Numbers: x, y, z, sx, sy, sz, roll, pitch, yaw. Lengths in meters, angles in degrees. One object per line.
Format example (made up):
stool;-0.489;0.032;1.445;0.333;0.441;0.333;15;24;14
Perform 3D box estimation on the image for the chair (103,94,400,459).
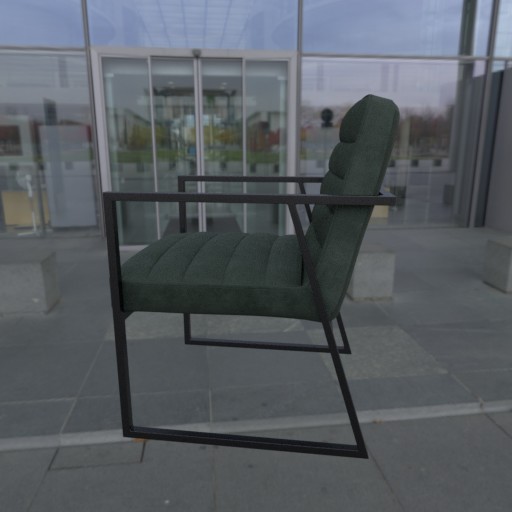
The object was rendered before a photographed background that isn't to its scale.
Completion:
chair;0.000;0.000;1.265;0.677;0.833;0.571;2;14;8
